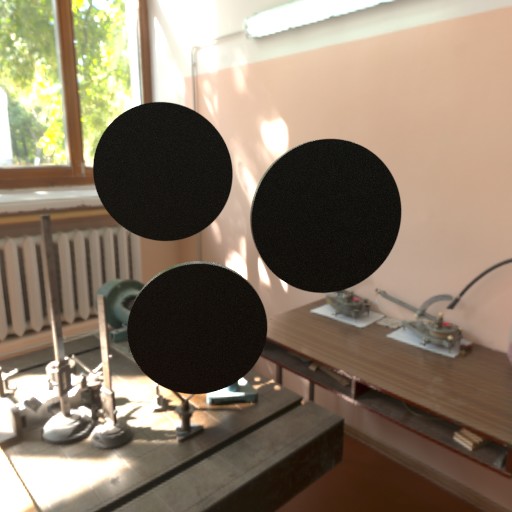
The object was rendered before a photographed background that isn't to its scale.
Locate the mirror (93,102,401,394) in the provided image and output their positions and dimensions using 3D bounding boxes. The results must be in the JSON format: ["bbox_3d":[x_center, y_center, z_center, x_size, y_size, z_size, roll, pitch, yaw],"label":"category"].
[{"bbox_3d":[0.000,0.000,3.215,2.160,2.096,0.076,-2,13,-8],"label":"mirror"}]
